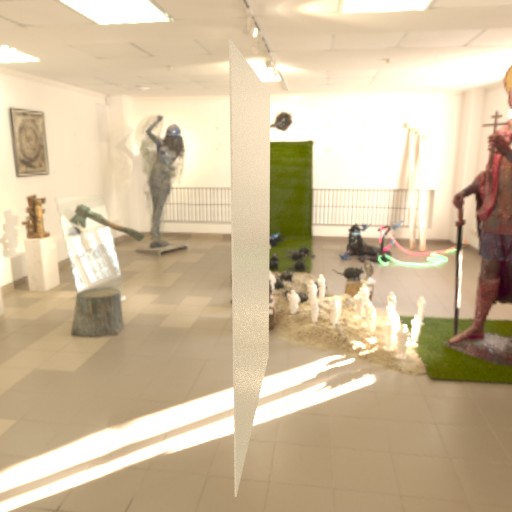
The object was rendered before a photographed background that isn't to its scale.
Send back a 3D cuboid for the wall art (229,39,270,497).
[{"bbox_3d":[0.000,0.000,0.793,0.003,0.609,0.457,2,13,7],"label":"wall art"}]
